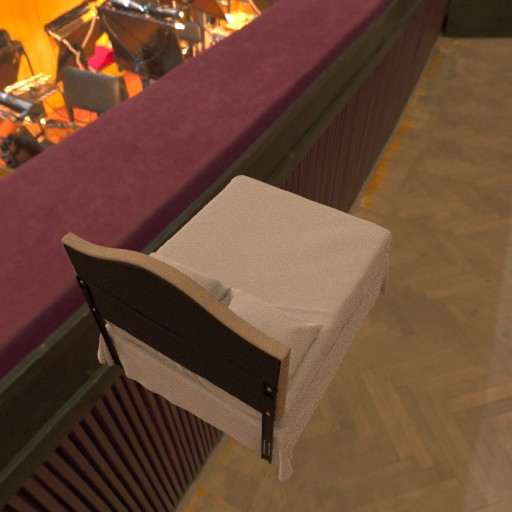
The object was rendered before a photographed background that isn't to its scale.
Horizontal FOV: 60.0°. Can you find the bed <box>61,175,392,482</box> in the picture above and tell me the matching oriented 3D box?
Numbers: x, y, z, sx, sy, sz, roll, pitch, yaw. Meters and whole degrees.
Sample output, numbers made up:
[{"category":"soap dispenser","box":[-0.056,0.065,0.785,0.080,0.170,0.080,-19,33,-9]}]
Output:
[{"category":"bed","box":[0.000,0.000,3.498,1.876,1.645,2.221,24,51,21]}]
